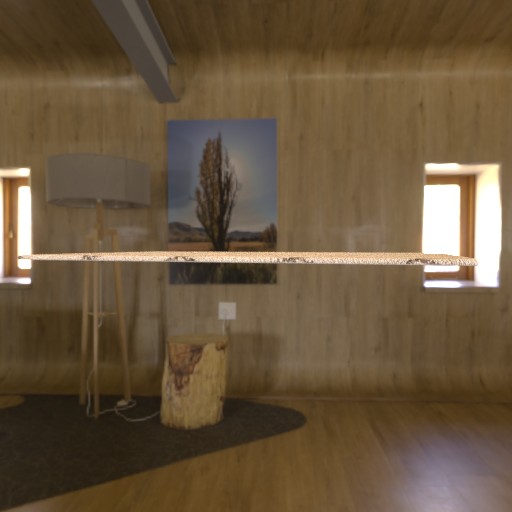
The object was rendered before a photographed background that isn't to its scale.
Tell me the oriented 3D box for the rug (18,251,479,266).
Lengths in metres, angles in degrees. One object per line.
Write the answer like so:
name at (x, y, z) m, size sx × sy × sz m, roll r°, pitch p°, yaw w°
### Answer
rug at (0.000, 0.000, 2.914) m, size 2.438 × 0.030 × 1.524 m, roll 0°, pitch 1°, yaw 19°
